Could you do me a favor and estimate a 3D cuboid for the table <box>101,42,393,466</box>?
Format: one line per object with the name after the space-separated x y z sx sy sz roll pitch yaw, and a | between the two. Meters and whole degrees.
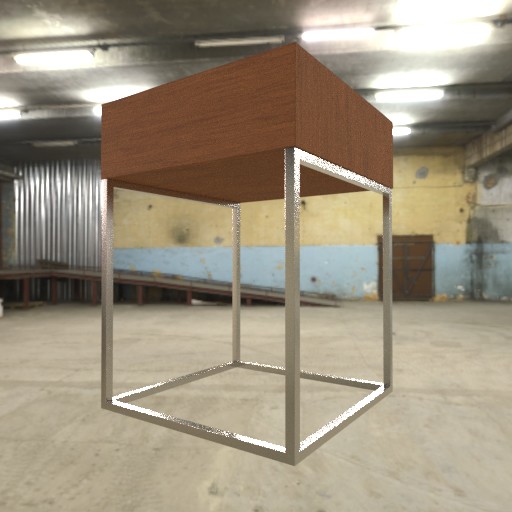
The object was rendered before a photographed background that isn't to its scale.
0.000 0.000 0.839 0.397 0.540 0.398 -1 -1 35 | table
